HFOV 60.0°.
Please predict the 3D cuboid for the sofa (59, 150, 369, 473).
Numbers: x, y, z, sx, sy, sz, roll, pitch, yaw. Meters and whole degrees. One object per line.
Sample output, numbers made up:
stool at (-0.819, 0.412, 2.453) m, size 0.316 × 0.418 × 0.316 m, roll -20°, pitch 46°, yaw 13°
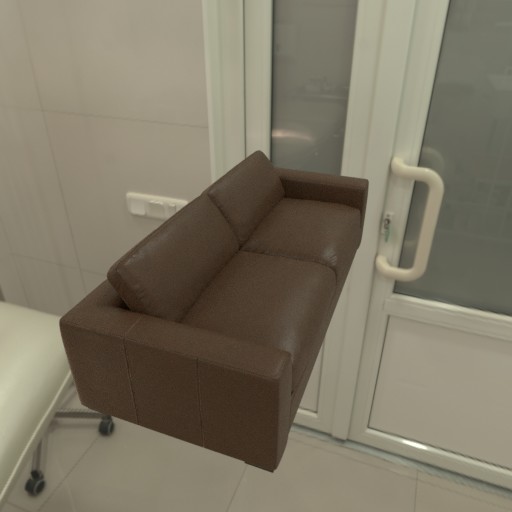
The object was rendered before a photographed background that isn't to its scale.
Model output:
sofa at (0.000, 0.000, 2.789) m, size 1.070 × 0.801 × 2.262 m, roll 11°, pitch 32°, yaw 18°
